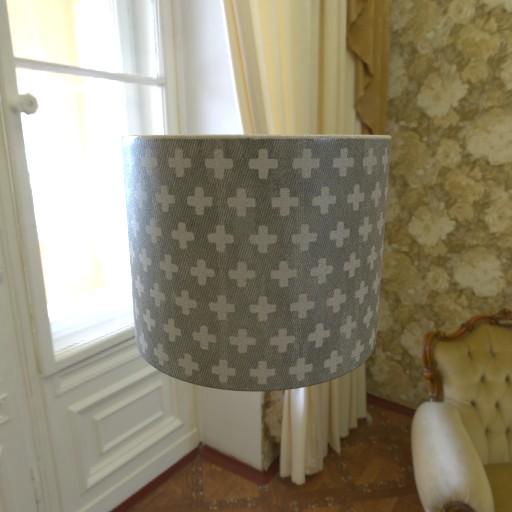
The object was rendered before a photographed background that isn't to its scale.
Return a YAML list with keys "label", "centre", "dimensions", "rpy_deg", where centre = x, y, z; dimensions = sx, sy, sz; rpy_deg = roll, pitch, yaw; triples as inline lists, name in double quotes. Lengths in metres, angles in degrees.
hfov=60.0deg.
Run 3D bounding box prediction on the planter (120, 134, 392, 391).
- label: "planter"
  centre: [0.000, 0.000, 0.346]
  dimensions: [0.190, 0.181, 0.190]
  rpy_deg: [0, 15, 0]
